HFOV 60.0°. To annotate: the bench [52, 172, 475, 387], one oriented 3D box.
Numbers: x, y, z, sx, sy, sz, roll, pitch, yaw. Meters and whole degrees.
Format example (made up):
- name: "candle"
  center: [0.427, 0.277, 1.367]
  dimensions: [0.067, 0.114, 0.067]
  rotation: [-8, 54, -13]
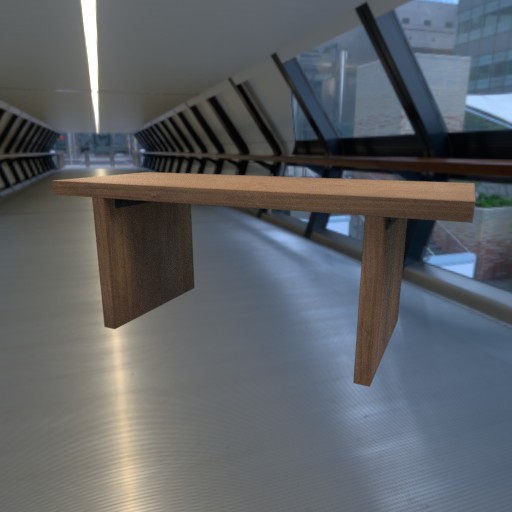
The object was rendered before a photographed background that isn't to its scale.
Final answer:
- name: "bench"
  center: [0.000, 0.000, 1.385]
  dimensions: [1.183, 0.458, 0.458]
  rotation: [7, 16, 25]
